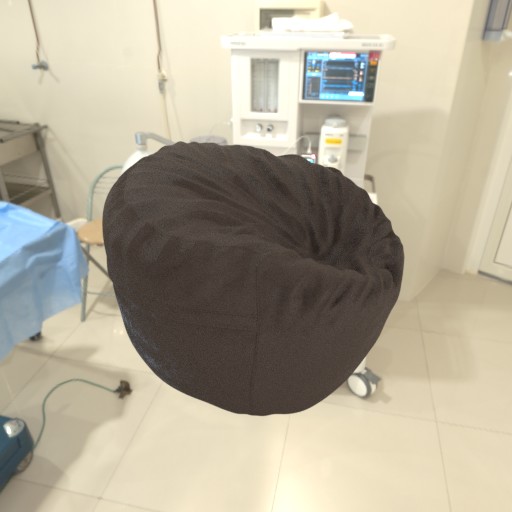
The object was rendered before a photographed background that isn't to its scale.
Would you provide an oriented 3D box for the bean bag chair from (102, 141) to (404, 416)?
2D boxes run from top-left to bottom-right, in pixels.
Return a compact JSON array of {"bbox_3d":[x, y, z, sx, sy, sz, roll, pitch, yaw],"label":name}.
[{"bbox_3d":[0.000,0.000,1.966,1.245,0.821,1.245,0,30,0],"label":"bean bag chair"}]
